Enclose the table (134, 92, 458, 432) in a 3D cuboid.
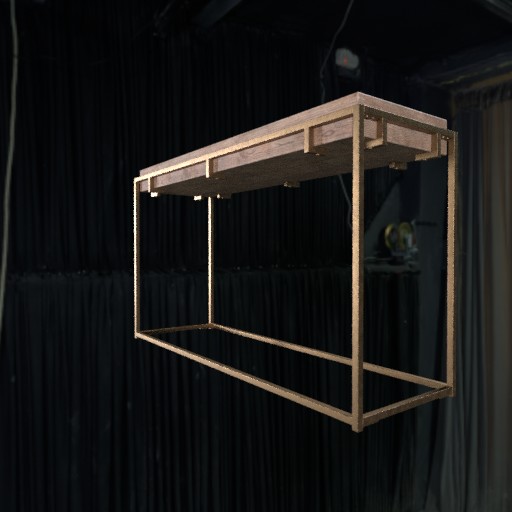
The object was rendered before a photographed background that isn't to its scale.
[{"bbox_3d":[0.000,0.000,1.743,0.440,0.820,1.400,-1,1,-37],"label":"table"}]
